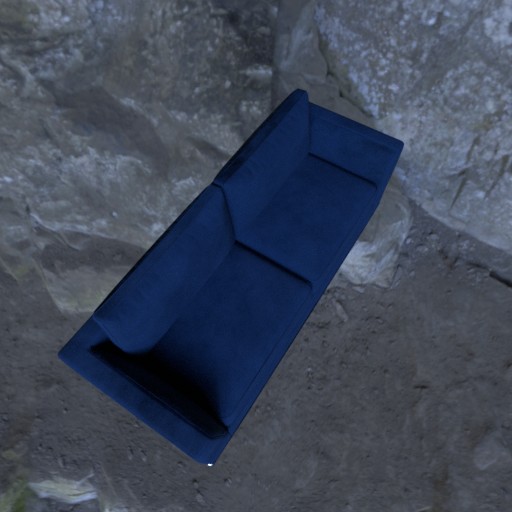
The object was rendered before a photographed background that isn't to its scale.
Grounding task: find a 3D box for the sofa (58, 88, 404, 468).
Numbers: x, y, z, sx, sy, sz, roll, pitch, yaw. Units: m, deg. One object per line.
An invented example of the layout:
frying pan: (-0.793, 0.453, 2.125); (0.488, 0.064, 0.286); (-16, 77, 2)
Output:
sofa: (0.000, 0.000, 2.672); (0.853, 0.998, 2.212); (29, 64, 16)
